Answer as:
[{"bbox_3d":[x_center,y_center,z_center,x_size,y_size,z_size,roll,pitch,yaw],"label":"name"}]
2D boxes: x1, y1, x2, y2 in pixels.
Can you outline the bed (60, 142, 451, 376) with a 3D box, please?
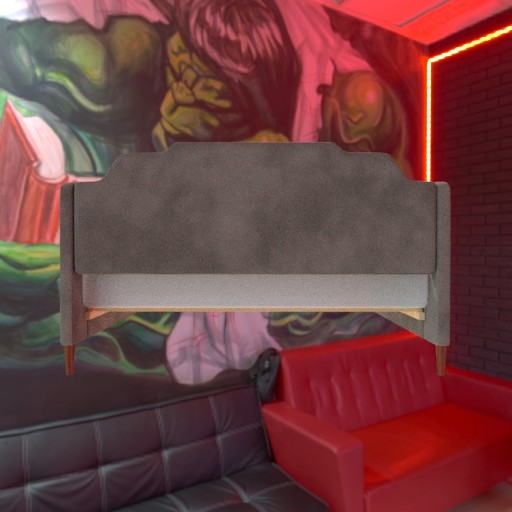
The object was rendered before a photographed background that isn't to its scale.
[{"bbox_3d":[0.000,0.000,3.509,2.074,1.245,2.340,0,1,0],"label":"bed"}]
